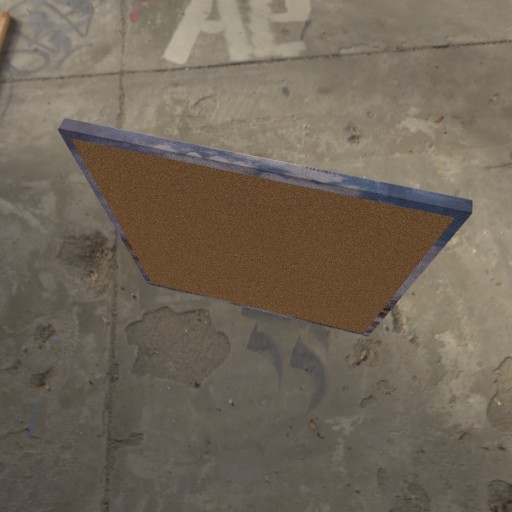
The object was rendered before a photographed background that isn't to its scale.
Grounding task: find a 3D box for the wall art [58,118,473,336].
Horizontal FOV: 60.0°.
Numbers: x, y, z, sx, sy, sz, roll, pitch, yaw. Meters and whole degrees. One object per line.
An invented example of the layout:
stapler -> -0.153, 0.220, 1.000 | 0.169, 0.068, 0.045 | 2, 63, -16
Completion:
wall art -> 0.000, 0.000, 1.330 | 0.888, 0.897, 0.035 | 13, 65, 6
